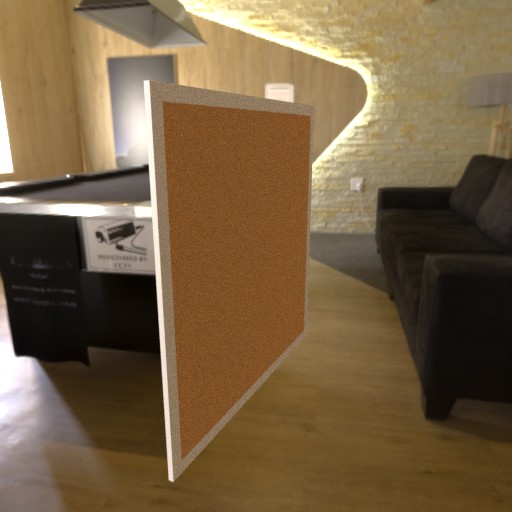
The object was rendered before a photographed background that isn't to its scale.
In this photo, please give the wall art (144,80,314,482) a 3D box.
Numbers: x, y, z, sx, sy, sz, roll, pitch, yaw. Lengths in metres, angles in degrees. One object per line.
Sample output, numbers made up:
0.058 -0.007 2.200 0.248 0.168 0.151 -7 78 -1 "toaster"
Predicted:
0.000 0.000 0.826 0.009 0.559 0.558 8 17 26 "wall art"
